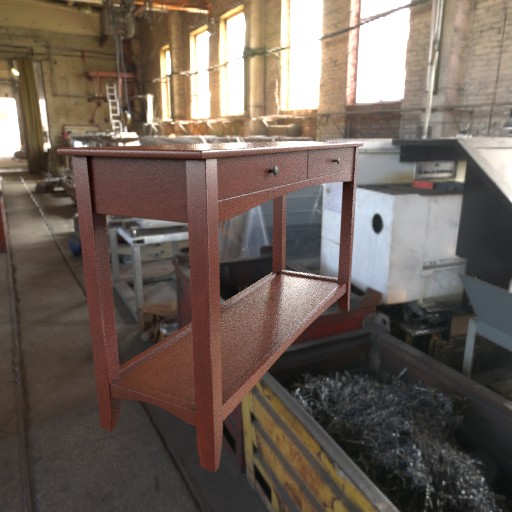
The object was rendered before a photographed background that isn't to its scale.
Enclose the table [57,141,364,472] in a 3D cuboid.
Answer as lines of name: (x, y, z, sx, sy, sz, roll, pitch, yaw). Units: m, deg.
table: (0.000, 0.000, 1.510, 0.392, 0.739, 1.188, 8, 17, 26)
